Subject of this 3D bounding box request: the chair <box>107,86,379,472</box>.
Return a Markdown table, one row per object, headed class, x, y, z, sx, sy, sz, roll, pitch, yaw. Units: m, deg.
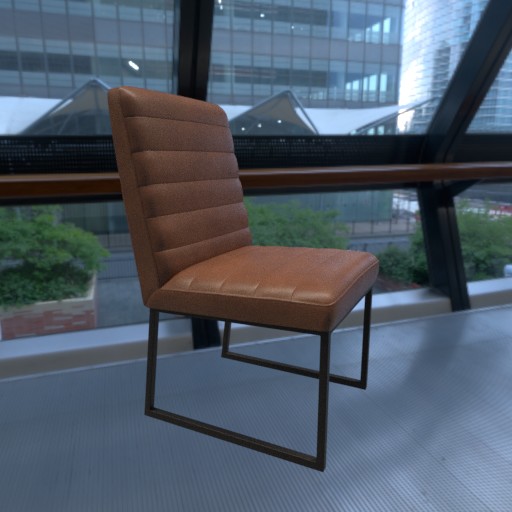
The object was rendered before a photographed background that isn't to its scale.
| class | x | y | z | sx | sy | sz | roll | pitch | yaw |
| --- | --- | --- | --- | --- | --- | --- | --- | --- | --- |
| chair | 0.000 | 0.000 | 1.311 | 0.634 | 0.930 | 0.520 | 6 | 14 | 26 |
